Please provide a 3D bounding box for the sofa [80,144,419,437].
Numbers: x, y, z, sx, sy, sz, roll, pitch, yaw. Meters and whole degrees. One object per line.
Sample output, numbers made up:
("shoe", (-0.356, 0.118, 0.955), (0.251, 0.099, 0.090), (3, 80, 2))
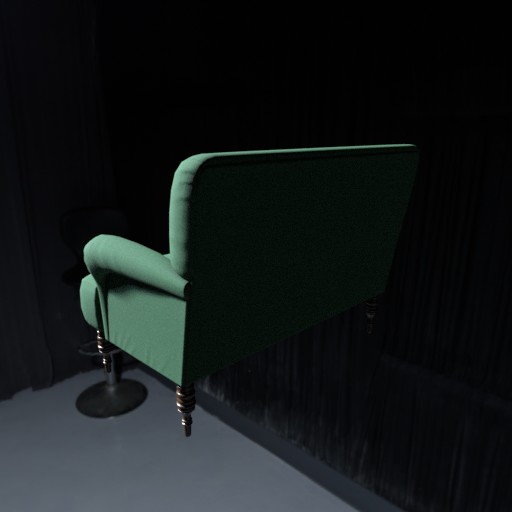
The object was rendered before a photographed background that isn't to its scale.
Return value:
("sofa", (0.000, 0.000, 1.830), (1.297, 0.889, 0.779), (-15, 22, -42))
